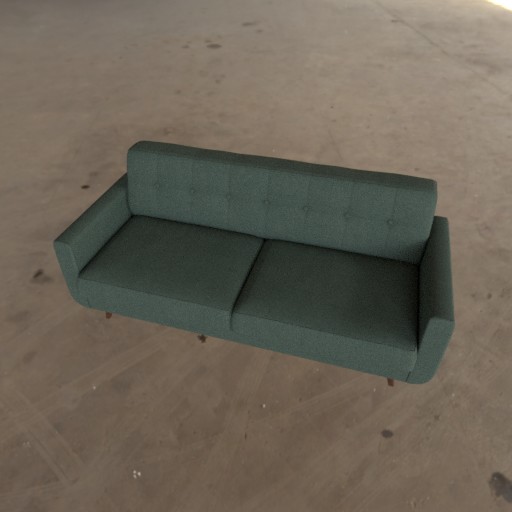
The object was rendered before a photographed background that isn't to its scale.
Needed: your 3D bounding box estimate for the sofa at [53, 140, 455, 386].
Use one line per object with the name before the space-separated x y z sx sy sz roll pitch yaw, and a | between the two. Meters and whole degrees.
sofa | 0.000 0.000 2.512 2.029 0.841 0.909 11 40 13
